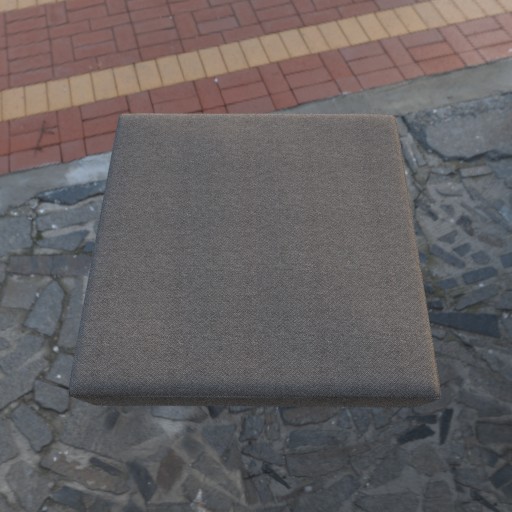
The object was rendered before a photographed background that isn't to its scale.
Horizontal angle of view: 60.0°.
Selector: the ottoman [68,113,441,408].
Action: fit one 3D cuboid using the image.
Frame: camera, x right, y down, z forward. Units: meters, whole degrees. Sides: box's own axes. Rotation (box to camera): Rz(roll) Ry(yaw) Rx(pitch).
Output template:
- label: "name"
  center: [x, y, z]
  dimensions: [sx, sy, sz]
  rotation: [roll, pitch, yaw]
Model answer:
- label: "ottoman"
  center: [0.000, 0.000, 1.485]
  dimensions: [0.981, 0.378, 0.970]
  rotation: [0, 64, 0]
